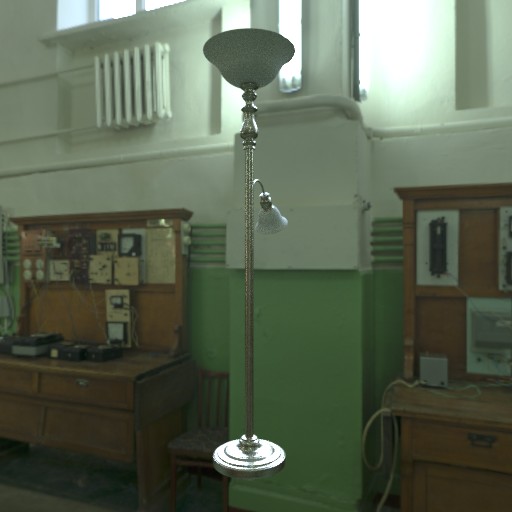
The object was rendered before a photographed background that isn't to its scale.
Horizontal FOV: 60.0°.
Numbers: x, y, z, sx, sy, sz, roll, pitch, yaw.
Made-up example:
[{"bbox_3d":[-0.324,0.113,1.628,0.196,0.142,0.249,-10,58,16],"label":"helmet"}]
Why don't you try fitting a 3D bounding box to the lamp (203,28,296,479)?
[{"bbox_3d":[0.000,0.000,2.012,0.405,1.785,0.575,0,-1,20],"label":"lamp"}]
